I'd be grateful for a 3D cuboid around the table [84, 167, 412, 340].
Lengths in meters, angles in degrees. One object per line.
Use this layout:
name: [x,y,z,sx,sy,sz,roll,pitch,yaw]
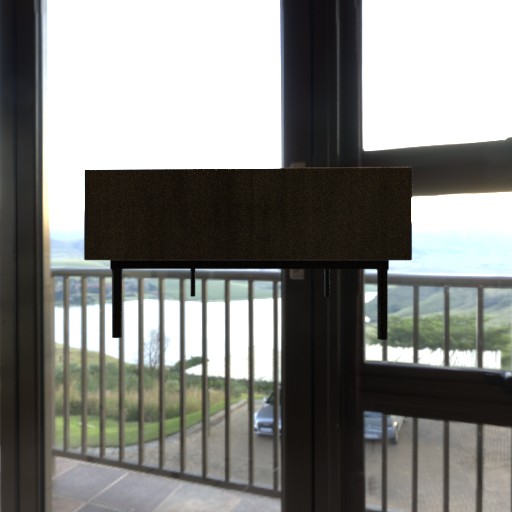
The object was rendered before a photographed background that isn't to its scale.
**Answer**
table: [0.000,0.000,1.405,0.643,0.347,1.088,0,0,2]
